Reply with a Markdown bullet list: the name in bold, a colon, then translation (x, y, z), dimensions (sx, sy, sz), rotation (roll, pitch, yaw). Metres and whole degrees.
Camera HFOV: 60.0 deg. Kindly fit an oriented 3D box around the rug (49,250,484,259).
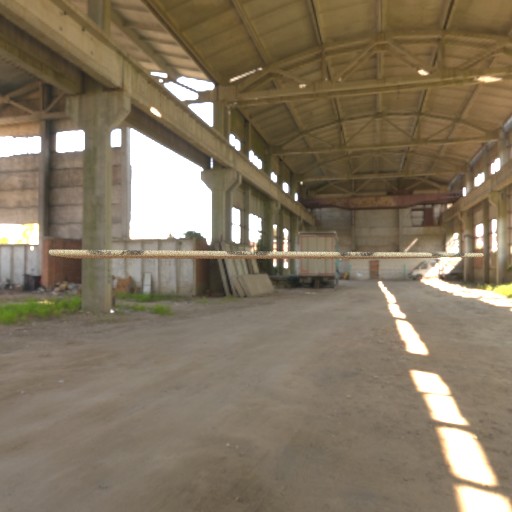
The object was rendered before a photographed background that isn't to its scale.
- **rug**: translation (0.000, 0.000, 2.945), dimensions (2.348, 0.024, 1.501), rotation (0, -1, -19)
